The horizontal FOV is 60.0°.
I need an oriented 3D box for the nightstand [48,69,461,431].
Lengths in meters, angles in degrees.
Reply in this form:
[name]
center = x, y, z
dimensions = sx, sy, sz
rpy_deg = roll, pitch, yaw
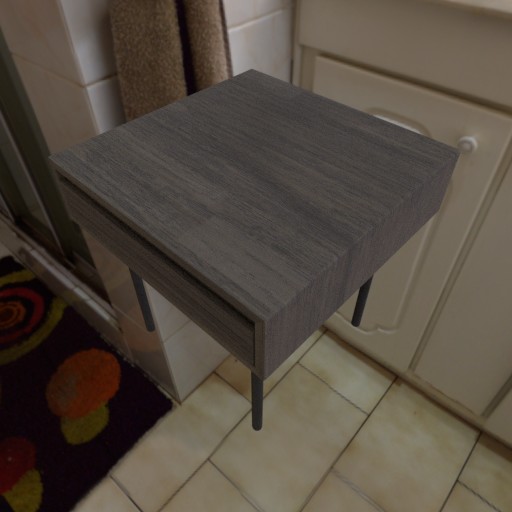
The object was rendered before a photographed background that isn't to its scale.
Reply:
[nightstand]
center = 0.000, 0.000, 0.932
dimensions = 0.502, 0.497, 0.503
rpy_deg = 34, 54, 29
